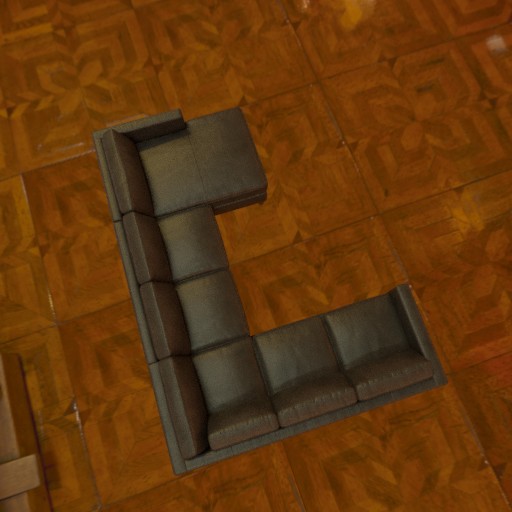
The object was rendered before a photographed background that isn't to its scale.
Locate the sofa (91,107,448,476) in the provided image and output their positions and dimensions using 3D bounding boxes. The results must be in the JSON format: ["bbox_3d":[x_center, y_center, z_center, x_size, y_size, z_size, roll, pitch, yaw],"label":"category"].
[{"bbox_3d":[0.000,0.000,4.417,2.452,0.891,3.324,-17,75,-5],"label":"sofa"}]
